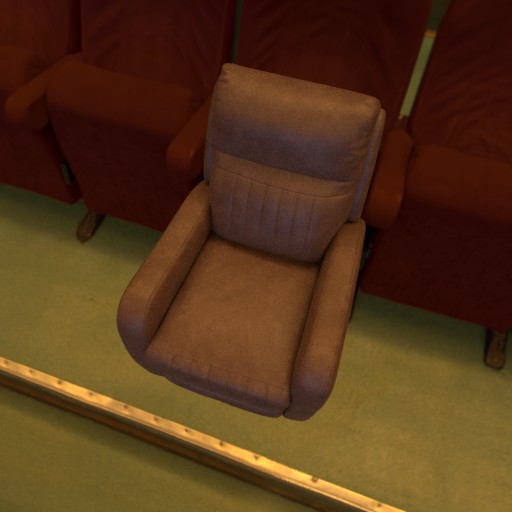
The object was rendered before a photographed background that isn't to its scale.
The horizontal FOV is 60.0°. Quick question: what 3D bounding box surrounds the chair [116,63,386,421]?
[{"bbox_3d":[0.000,0.000,1.831,0.865,1.067,1.067,16,60,10],"label":"chair"}]
